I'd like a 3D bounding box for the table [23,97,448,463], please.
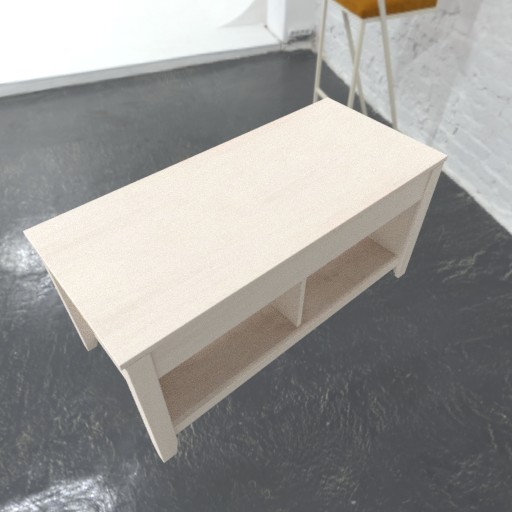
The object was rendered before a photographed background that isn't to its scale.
[{"bbox_3d":[0.000,0.000,1.298,1.016,0.483,0.457,-31,53,-27],"label":"table"}]
